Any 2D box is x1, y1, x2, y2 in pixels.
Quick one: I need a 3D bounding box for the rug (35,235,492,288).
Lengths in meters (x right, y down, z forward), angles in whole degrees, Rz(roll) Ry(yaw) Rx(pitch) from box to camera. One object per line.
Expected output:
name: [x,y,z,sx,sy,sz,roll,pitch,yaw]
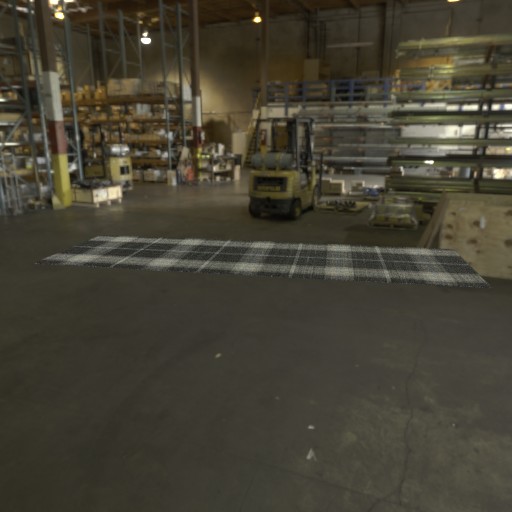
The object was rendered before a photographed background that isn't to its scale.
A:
rug: [0.000,0.000,2.677,2.434,0.012,0.760,3,15,10]
